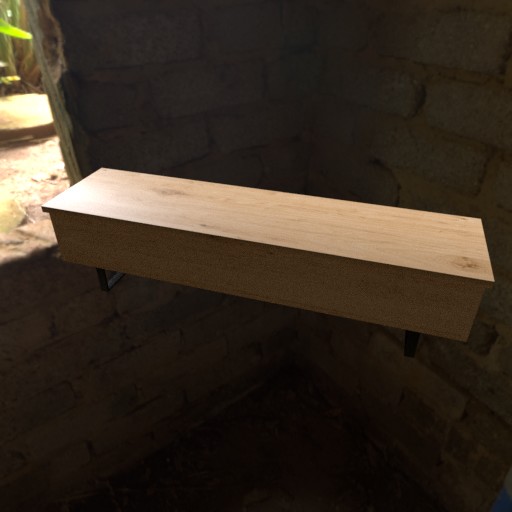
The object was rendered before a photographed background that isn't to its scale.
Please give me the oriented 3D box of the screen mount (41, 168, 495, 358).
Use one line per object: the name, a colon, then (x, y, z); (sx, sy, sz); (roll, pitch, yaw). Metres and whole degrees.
screen mount: (0.000, 0.000, 1.889); (1.700, 0.430, 0.450); (10, 35, 15)
